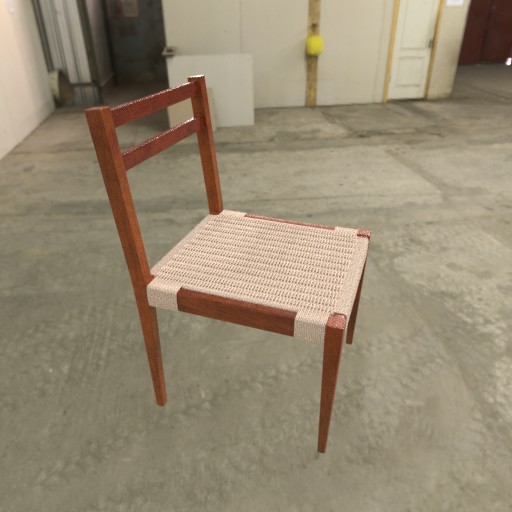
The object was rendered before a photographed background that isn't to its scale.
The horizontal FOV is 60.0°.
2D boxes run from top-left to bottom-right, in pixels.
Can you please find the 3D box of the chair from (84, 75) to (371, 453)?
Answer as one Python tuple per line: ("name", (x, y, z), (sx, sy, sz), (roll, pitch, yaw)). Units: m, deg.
("chair", (0.000, 0.000, 1.229), (0.569, 0.851, 0.495), (10, 32, 17))
